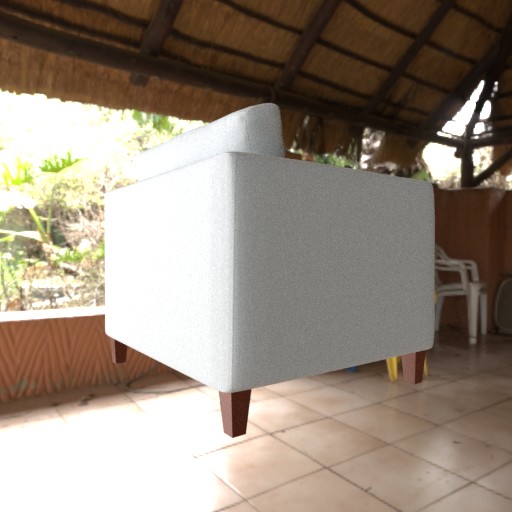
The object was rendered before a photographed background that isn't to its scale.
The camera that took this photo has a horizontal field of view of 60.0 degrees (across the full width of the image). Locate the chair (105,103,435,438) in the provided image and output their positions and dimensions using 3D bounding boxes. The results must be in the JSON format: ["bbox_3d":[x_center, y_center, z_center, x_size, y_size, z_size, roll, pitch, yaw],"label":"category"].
[{"bbox_3d":[0.000,0.000,1.838,0.953,0.961,1.107,-1,1,-36],"label":"chair"}]
